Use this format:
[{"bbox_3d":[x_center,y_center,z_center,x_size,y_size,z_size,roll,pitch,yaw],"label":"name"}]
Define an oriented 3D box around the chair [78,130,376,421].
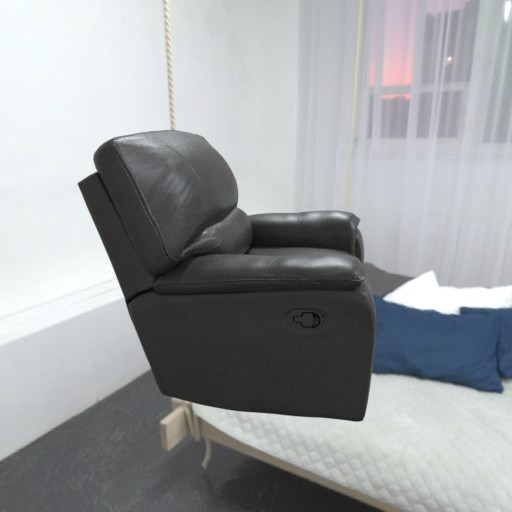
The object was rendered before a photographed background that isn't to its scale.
[{"bbox_3d":[0.000,0.000,2.027,1.087,1.109,1.096,3,16,10],"label":"chair"}]
